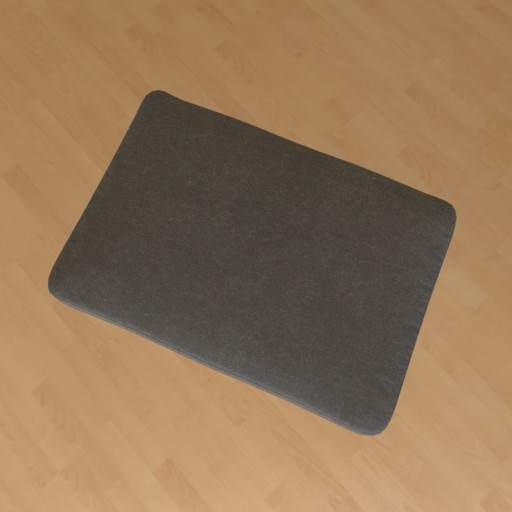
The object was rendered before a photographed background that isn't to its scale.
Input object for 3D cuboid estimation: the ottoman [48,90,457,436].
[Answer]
[{"bbox_3d":[0.000,0.000,1.593,1.199,0.429,0.840,22,77,5],"label":"ottoman"}]
